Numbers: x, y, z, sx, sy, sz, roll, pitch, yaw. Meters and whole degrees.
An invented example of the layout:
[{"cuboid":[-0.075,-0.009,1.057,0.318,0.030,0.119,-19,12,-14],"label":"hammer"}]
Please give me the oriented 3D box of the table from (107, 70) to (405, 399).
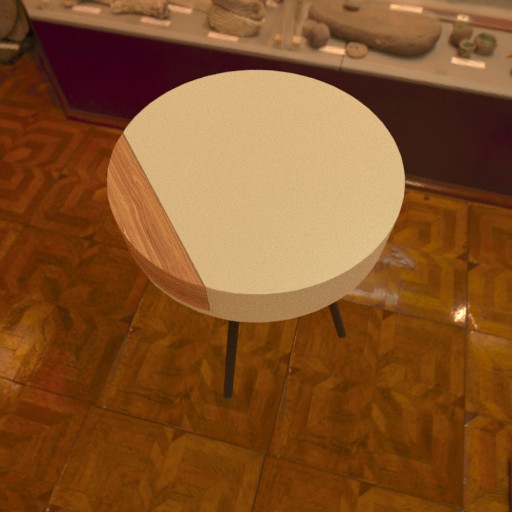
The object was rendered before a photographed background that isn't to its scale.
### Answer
[{"cuboid":[0.000,0.000,0.877,0.450,0.525,0.450,0,58,0],"label":"table"}]
